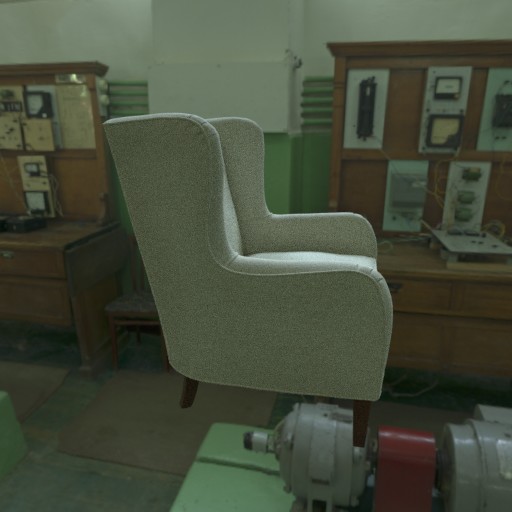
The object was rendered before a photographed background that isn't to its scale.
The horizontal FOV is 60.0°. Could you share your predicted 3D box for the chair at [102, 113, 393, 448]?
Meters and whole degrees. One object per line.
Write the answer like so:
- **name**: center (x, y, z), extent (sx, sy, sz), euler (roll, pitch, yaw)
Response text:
- **chair**: center (0.000, 0.000, 1.718), extent (0.966, 1.040, 0.838), euler (3, 17, 11)
